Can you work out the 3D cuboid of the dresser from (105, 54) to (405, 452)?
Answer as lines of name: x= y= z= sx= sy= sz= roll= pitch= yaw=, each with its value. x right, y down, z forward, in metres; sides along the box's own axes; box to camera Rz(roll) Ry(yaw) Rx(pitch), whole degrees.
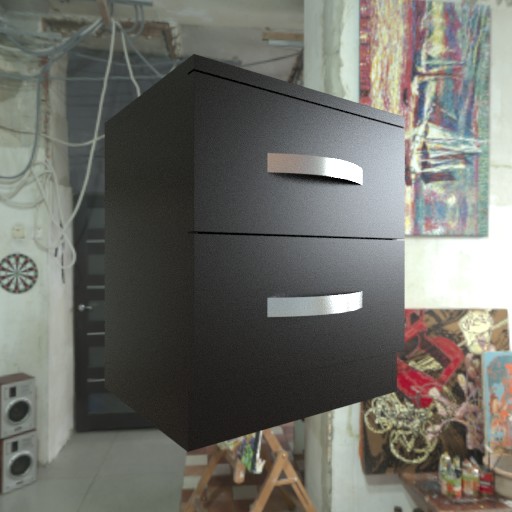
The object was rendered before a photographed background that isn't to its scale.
dresser: x=0.000 y=0.000 z=0.756 sx=0.400 sy=0.470 sz=0.360 roll=0 pitch=0 yaw=-36
